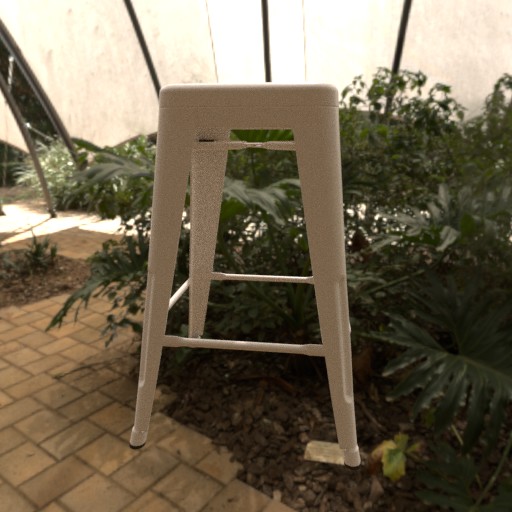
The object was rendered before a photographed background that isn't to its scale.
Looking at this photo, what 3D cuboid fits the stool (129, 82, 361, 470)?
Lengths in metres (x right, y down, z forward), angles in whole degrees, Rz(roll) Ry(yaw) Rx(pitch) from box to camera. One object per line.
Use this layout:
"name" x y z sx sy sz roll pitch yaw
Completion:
"stool" 0.000 0.000 0.869 0.406 0.610 0.406 2 16 7
